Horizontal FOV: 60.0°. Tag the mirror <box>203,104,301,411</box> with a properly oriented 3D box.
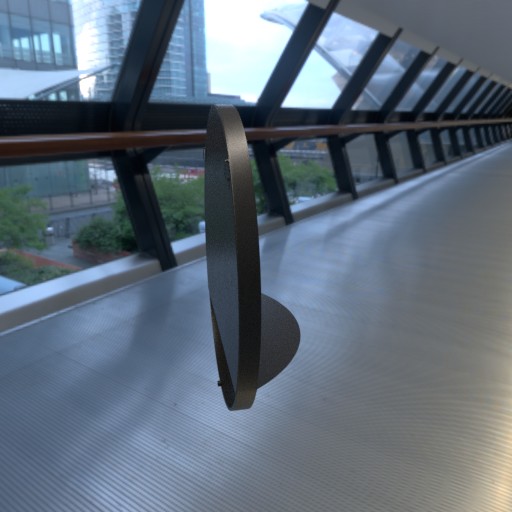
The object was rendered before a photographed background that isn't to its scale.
[{"bbox_3d":[0.000,0.000,0.708,0.133,0.457,0.457,-3,16,-10],"label":"mirror"}]
